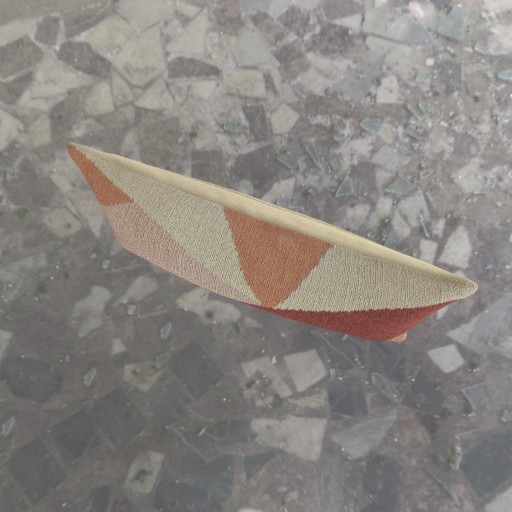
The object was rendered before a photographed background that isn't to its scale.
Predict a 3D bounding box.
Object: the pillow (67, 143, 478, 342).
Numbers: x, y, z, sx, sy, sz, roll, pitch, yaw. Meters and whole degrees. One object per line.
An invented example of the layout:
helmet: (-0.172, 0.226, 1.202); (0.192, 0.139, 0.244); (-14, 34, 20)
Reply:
pillow: (0.000, 0.000, 0.740); (0.609, 0.292, 0.155); (20, 75, 6)
